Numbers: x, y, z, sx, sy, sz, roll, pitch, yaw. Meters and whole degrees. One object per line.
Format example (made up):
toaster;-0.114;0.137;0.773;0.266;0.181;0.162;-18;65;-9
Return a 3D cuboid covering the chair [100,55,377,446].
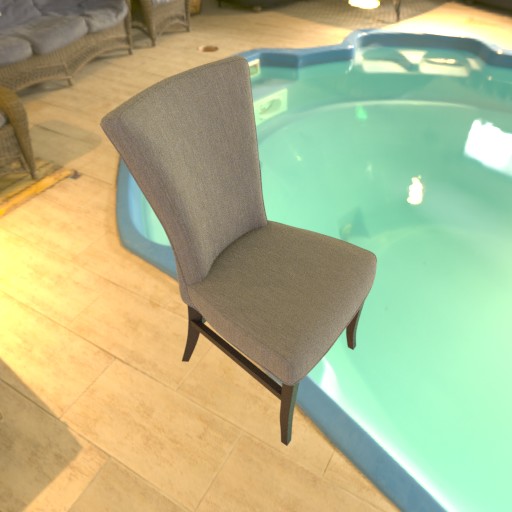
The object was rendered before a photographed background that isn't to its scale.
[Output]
chair;0.000;0.000;1.387;0.660;0.991;0.520;27;49;26
